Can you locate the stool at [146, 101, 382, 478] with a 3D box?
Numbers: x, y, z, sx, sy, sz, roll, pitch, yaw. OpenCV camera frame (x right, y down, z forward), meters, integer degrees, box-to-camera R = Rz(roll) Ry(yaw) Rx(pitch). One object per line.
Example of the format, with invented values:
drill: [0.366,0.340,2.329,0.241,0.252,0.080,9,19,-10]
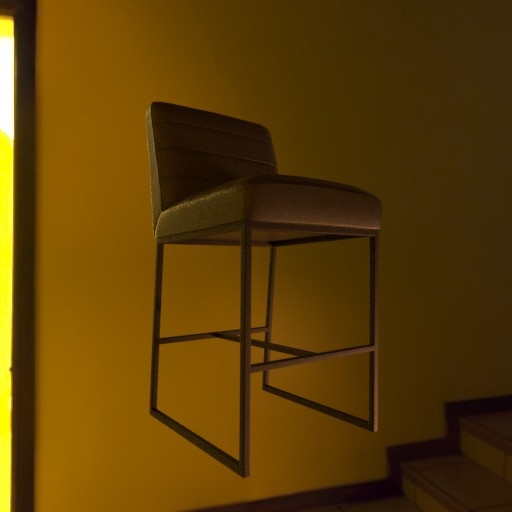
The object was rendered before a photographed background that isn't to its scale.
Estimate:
stool: [0.000,0.000,1.261,0.457,0.938,0.552,1,-1,-37]
